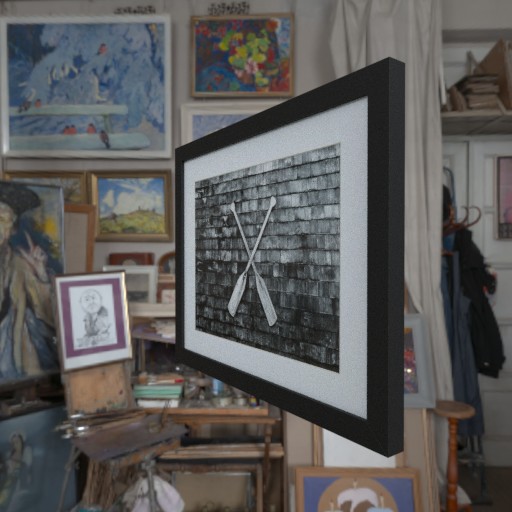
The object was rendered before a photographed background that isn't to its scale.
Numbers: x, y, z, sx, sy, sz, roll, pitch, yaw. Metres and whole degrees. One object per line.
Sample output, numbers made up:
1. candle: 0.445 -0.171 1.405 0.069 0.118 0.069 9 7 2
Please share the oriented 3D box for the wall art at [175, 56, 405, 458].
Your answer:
1. wall art: 0.000 0.000 0.739 0.029 0.457 0.558 0 1 -36
